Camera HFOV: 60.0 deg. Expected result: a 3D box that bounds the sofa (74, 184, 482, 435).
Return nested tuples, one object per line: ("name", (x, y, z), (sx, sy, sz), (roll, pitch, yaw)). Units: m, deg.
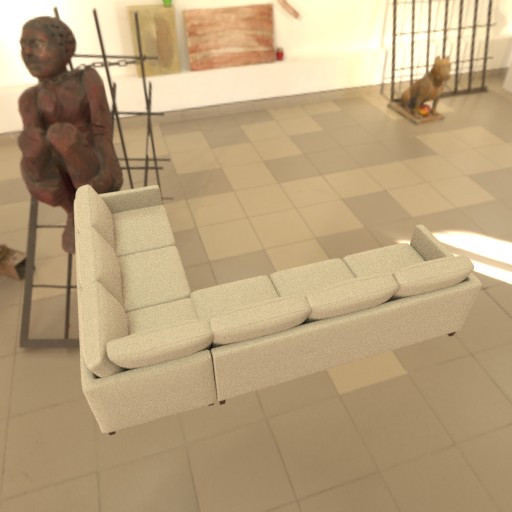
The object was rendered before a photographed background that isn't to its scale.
("sofa", (0.000, 0.000, 4.432), (3.333, 0.934, 2.522), (-12, 43, -14))
